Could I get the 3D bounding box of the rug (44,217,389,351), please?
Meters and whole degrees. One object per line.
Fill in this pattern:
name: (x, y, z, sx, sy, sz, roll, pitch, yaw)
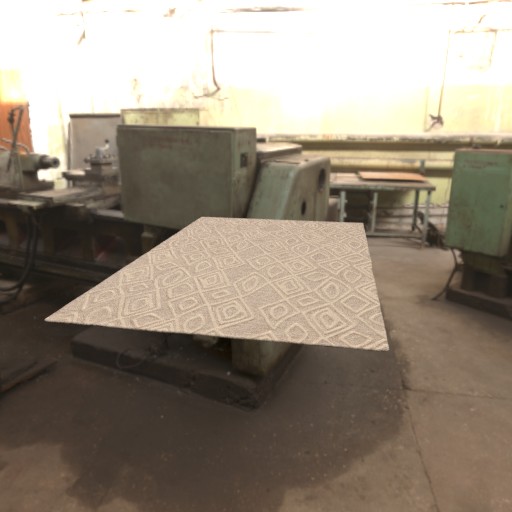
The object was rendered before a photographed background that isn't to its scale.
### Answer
rug: (0.000, 0.000, 3.048, 1.546, 0.010, 2.442, 3, 17, 10)
